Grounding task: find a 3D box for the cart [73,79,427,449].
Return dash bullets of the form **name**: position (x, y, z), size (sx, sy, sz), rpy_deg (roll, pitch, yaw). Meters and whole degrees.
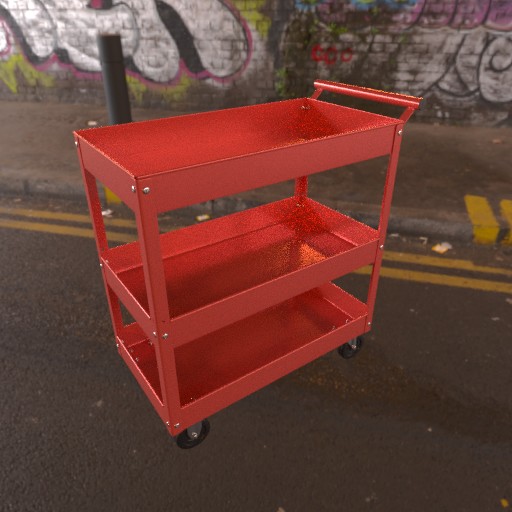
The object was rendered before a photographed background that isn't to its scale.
- **cart**: position (0.000, 0.000, 1.175), size (0.719, 0.780, 0.366), rpy_deg (-19, 35, -30)
